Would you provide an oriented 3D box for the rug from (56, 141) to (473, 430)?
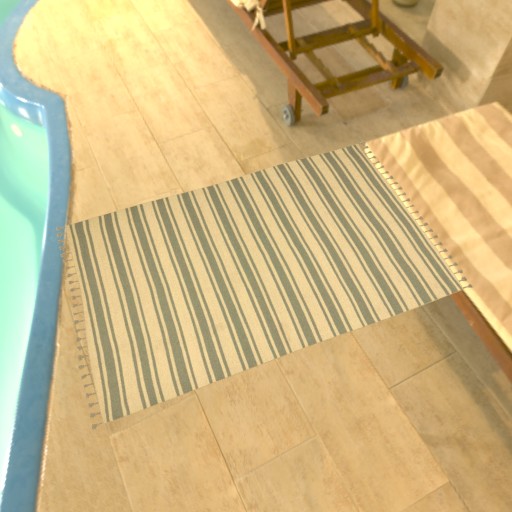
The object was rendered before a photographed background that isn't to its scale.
[{"bbox_3d":[0.000,0.000,2.515,2.084,0.009,1.222,-18,59,-11],"label":"rug"}]
